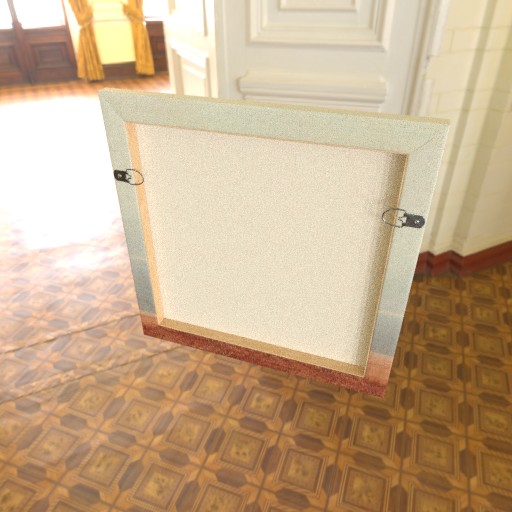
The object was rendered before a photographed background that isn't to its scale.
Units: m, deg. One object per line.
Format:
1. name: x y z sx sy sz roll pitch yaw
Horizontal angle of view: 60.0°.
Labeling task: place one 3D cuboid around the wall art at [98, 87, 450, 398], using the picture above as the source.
1. wall art: 0.000 0.000 0.604 0.405 0.405 0.023 11 35 16
